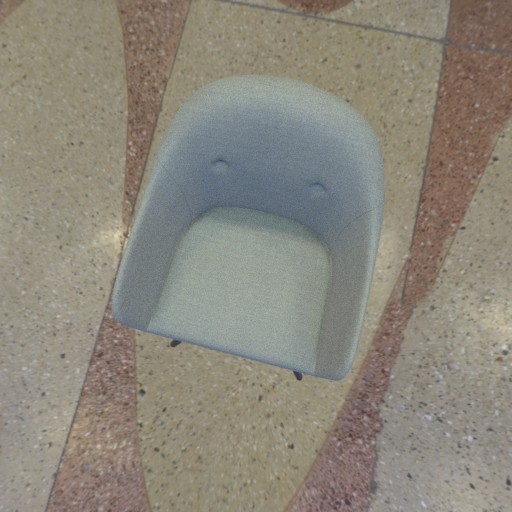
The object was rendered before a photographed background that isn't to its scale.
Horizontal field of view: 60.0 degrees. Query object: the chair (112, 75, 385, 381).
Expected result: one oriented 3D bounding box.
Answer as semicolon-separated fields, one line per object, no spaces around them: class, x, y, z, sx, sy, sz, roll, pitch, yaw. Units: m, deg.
chair;0.000;0.000;1.186;0.540;0.780;0.570;14;76;4
